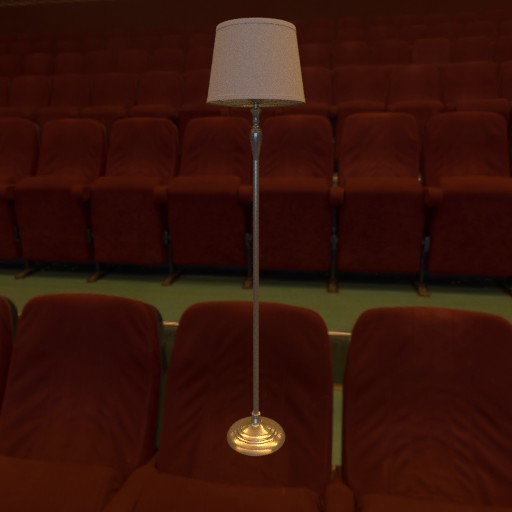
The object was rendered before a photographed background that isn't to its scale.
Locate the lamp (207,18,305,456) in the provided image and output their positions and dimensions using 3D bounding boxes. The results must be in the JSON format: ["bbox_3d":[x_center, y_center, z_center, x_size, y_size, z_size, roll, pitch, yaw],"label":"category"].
[{"bbox_3d":[0.000,0.000,1.609,0.327,1.506,0.327,2,15,8],"label":"lamp"}]
